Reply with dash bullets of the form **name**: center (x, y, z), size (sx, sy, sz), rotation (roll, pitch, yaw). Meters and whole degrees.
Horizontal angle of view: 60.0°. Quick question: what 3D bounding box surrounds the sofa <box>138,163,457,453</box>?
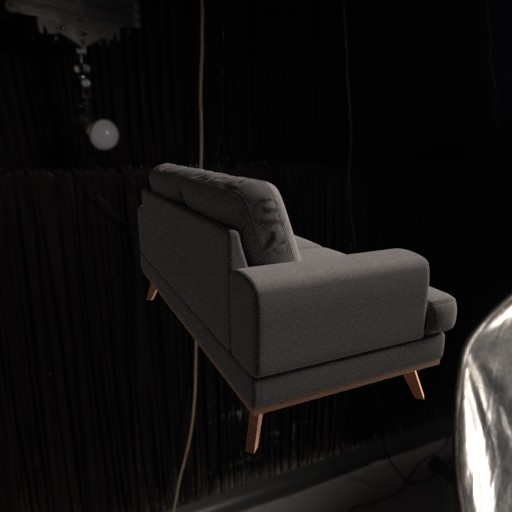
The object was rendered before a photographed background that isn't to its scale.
- **sofa**: center (0.000, 0.000, 2.069), size (0.785, 0.810, 1.650), rotation (-7, 16, -24)
